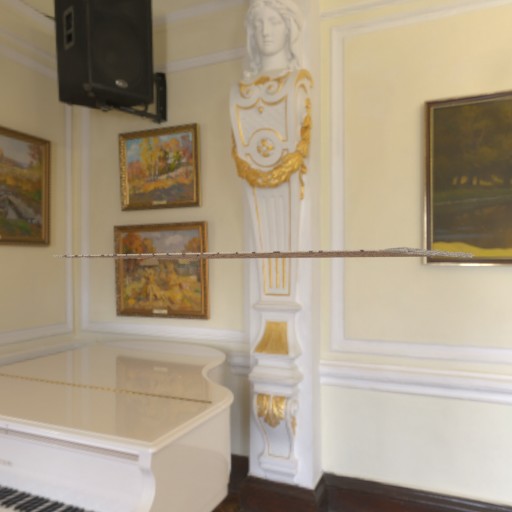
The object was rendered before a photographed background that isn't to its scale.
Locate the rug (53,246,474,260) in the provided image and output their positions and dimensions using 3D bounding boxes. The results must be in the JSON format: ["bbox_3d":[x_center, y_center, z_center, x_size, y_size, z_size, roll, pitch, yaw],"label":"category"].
[{"bbox_3d":[0.000,0.000,3.005,2.472,0.035,1.495,-1,-1,35],"label":"rug"}]
